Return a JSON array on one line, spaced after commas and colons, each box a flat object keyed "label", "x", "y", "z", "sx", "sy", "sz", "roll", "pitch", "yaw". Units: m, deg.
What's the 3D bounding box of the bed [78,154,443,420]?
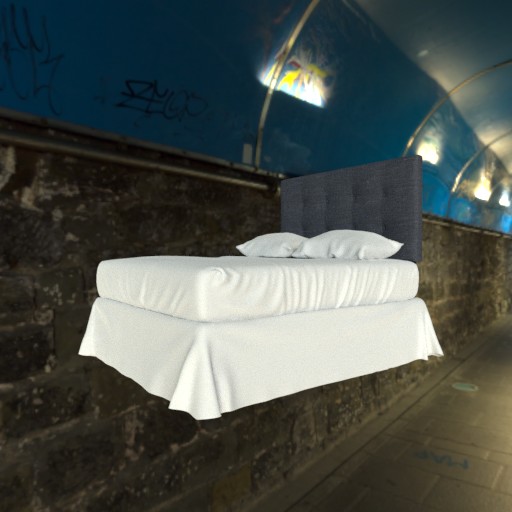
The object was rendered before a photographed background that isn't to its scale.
[{"label": "bed", "x": 0.000, "y": 0.000, "z": 3.477, "sx": 2.222, "sy": 1.577, "sz": 1.936, "roll": -1, "pitch": 1, "yaw": -37}]
